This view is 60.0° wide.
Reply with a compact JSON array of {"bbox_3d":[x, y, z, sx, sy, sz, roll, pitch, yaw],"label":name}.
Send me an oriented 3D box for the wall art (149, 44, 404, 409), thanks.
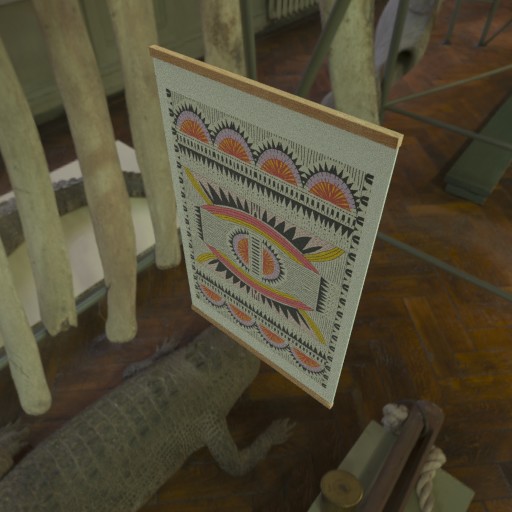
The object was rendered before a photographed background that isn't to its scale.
[{"bbox_3d":[0.000,0.000,1.936,0.999,1.533,0.028,31,53,27],"label":"wall art"}]
